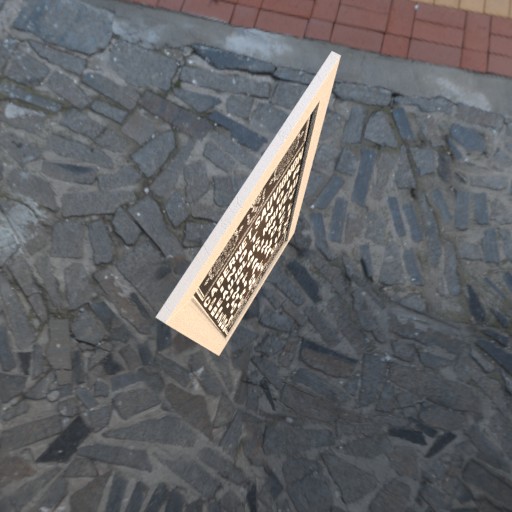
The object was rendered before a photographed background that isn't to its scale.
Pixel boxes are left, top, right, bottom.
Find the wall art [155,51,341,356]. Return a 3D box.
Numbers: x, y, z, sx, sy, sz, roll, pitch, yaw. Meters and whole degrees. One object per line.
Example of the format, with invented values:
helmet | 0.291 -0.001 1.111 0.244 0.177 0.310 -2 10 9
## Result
wall art | 0.000 0.000 0.827 0.013 0.683 0.380 30 77 8
